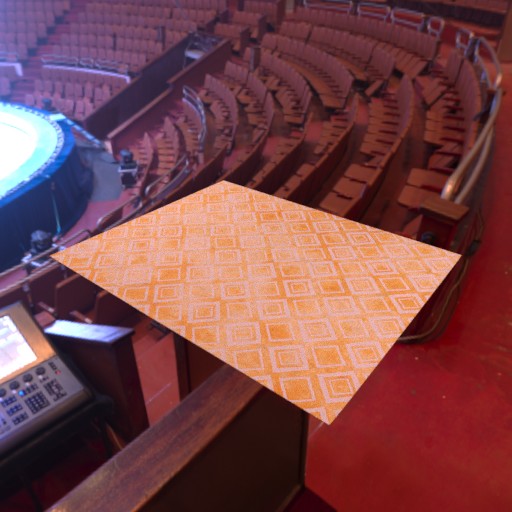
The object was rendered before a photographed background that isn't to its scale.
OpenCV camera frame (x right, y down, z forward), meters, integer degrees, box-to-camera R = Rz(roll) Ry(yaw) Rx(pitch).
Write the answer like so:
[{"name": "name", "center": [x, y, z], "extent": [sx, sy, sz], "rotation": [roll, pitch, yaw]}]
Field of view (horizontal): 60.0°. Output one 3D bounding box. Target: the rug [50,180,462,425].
[{"name": "rug", "center": [0.000, 0.000, 4.182], "extent": [3.037, 0.011, 2.433], "rotation": [23, 38, 32]}]
